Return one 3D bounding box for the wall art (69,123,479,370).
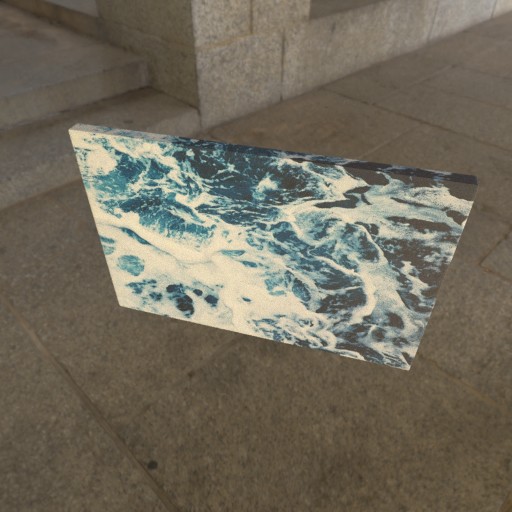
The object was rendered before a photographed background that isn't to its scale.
[{"bbox_3d":[0.000,0.000,1.168,0.915,0.610,0.042,10,42,12],"label":"wall art"}]
